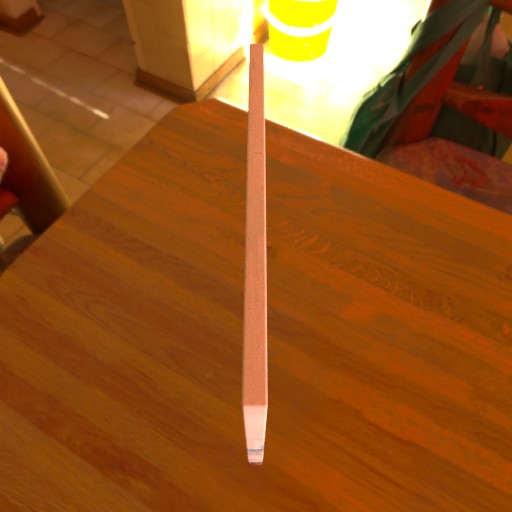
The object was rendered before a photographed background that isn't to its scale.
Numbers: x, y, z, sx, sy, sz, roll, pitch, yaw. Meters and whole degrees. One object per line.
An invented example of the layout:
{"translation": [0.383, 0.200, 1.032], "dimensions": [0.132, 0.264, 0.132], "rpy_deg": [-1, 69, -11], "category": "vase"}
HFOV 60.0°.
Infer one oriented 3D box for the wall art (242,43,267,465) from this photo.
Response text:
{"translation": [0.000, 0.000, 1.153], "dimensions": [0.038, 0.609, 0.913], "rpy_deg": [0, 58, 0], "category": "wall art"}
